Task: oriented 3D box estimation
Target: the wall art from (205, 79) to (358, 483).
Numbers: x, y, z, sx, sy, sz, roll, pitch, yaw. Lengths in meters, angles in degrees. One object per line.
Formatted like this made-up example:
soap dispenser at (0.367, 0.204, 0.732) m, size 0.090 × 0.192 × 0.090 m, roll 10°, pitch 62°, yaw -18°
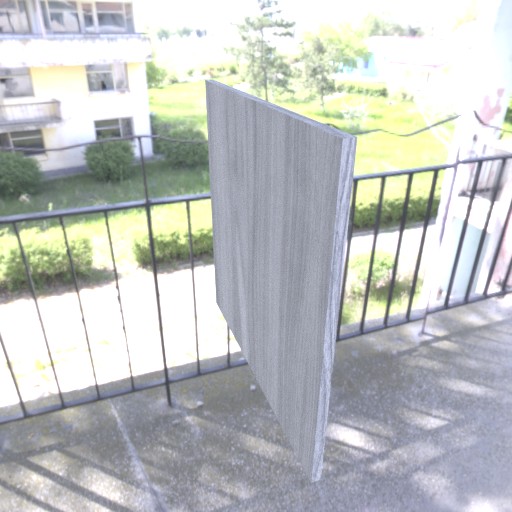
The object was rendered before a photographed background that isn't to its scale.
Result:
wall art at (0.000, 0.000, 0.750) m, size 0.016 × 0.507 × 0.508 m, roll -10°, pitch 30°, yaw -18°
